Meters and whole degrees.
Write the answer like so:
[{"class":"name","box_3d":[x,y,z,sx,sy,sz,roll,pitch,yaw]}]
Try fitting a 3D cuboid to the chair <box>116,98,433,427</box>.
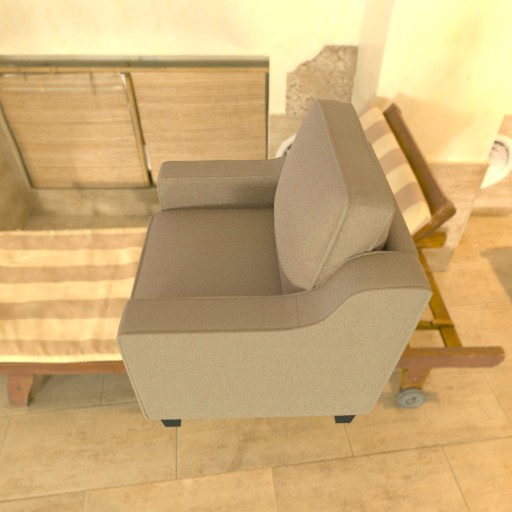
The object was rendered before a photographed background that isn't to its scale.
[{"class":"chair","box_3d":[0.000,0.000,1.638,0.882,0.948,0.922,-1,43,-1]}]
